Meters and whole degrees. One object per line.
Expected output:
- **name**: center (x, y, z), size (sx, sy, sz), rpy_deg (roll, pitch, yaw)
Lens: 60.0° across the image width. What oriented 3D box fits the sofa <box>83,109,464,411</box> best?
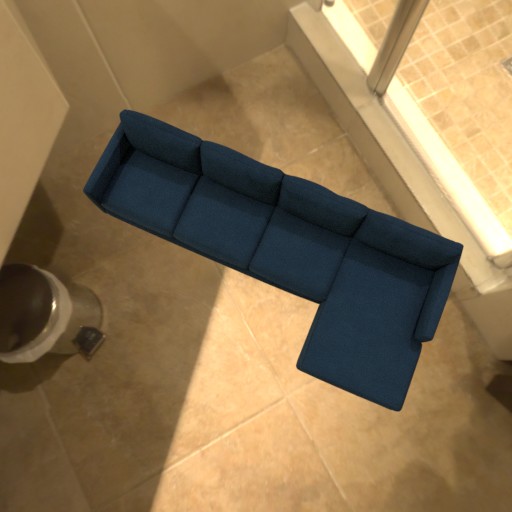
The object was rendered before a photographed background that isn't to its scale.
- **sofa**: center (0.000, 0.000, 3.538), size (2.932, 0.810, 1.350), rpy_deg (23, 78, 5)
